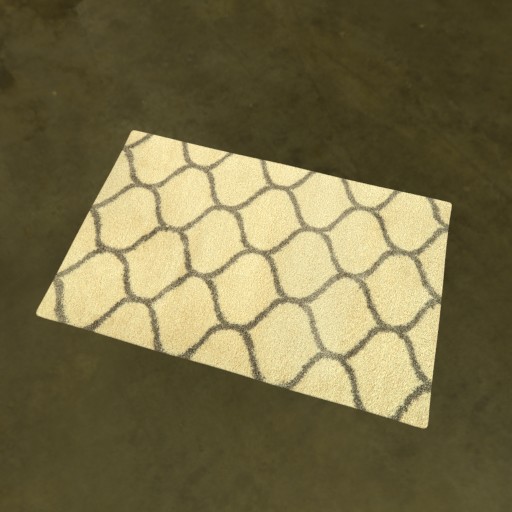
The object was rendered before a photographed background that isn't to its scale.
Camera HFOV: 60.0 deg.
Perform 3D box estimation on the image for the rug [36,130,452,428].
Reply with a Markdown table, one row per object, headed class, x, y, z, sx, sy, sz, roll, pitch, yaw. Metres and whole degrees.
| class | x | y | z | sx | sy | sz | roll | pitch | yaw |
| --- | --- | --- | --- | --- | --- | --- | --- | --- | --- |
| rug | 0.000 | 0.000 | 2.851 | 2.348 | 0.024 | 1.501 | 14 | 65 | 7 |
